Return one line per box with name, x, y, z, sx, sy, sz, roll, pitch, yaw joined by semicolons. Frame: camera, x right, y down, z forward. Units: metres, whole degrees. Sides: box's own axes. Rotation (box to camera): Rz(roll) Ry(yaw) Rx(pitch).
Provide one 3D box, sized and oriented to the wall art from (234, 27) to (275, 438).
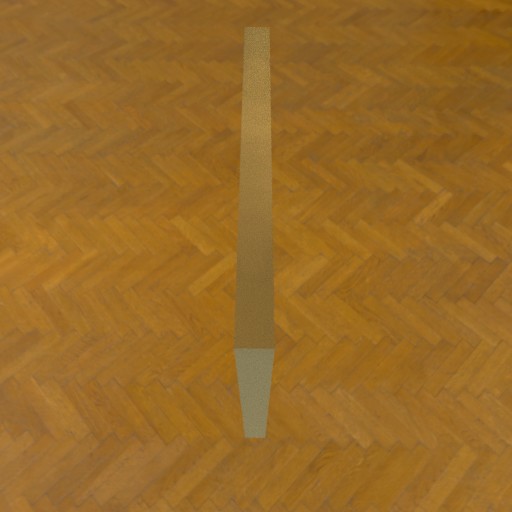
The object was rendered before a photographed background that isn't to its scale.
wall art;0.000;0.000;0.762;0.038;0.508;0.507;0;59;0
